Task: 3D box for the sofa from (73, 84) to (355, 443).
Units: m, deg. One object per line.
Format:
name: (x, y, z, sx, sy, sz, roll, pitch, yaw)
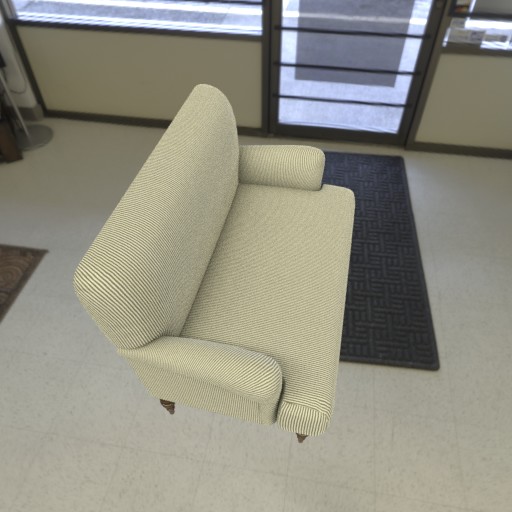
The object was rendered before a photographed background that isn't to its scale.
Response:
sofa: (0.000, 0.000, 1.839, 0.779, 0.889, 1.297, 9, 48, 8)
